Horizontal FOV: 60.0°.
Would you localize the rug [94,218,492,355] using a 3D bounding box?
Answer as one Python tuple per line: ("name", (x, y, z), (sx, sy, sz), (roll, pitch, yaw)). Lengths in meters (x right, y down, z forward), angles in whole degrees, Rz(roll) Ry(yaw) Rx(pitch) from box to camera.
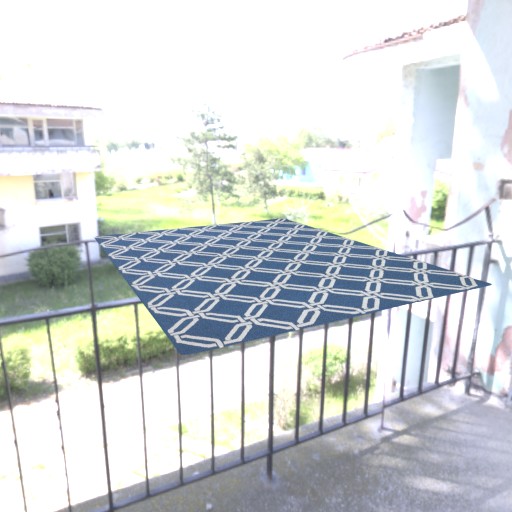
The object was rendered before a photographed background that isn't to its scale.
("rug", (0.000, 0.000, 3.825), (2.277, 0.020, 2.867), (-8, 17, -26))
